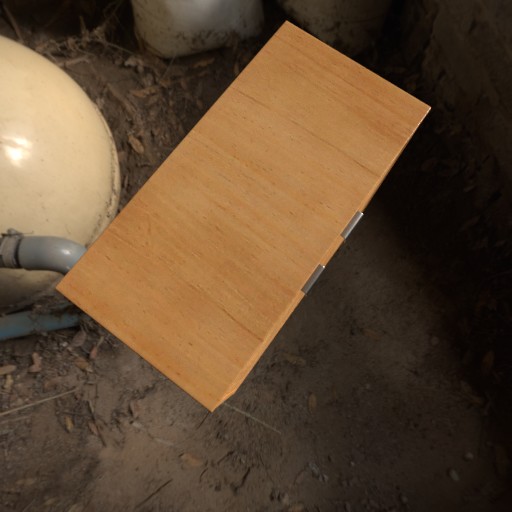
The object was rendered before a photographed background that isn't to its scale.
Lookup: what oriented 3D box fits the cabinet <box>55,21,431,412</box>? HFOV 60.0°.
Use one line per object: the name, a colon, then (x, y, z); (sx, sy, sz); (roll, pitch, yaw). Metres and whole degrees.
cabinet: (0.000, 0.000, 1.418); (0.419, 1.001, 0.800); (35, 78, 9)
